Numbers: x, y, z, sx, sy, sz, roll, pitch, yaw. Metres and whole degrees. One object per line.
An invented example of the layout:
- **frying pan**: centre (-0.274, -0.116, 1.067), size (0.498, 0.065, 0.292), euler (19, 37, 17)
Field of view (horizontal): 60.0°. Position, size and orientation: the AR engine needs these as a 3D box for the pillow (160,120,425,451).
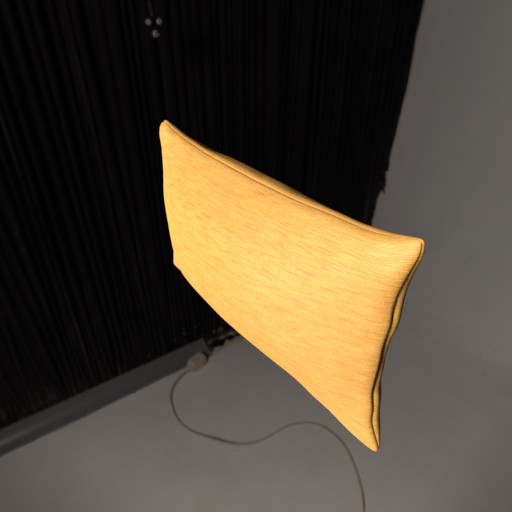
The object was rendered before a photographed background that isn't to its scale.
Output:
- **pillow**: centre (0.000, 0.000, 0.781), size (0.210, 0.354, 0.634), euler (-21, 37, -30)
